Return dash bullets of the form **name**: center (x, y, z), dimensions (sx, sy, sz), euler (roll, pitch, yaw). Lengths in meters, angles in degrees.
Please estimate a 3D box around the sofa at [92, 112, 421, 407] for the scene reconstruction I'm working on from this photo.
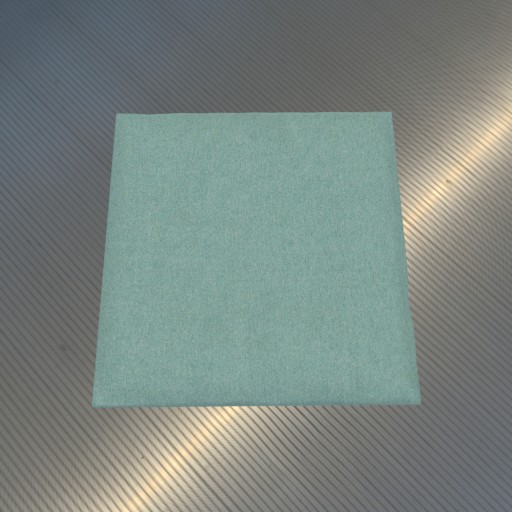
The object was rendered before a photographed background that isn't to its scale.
- **sofa**: center (0.000, 0.000, 1.447), dimensions (0.930, 0.330, 0.930), euler (0, 75, 0)
